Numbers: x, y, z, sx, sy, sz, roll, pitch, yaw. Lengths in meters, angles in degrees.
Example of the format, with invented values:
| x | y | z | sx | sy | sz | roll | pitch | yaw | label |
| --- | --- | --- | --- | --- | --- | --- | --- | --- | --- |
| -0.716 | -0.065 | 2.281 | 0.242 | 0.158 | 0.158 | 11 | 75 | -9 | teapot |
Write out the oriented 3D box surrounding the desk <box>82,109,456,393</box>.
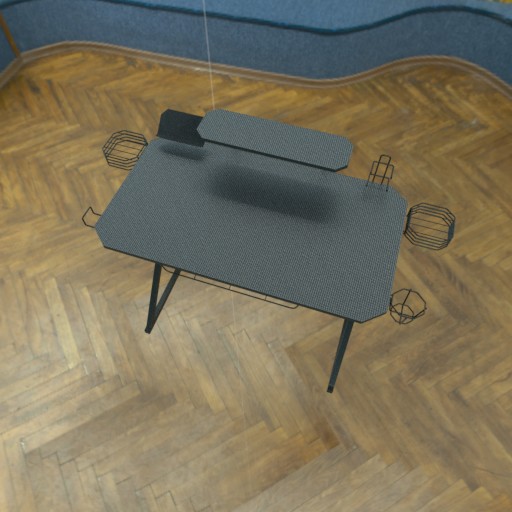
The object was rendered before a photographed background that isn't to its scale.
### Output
| x | y | z | sx | sy | sz | roll | pitch | yaw | label |
| --- | --- | --- | --- | --- | --- | --- | --- | --- | --- |
| 0.000 | 0.000 | 1.739 | 1.290 | 0.880 | 0.580 | 16 | 59 | 10 | desk |
